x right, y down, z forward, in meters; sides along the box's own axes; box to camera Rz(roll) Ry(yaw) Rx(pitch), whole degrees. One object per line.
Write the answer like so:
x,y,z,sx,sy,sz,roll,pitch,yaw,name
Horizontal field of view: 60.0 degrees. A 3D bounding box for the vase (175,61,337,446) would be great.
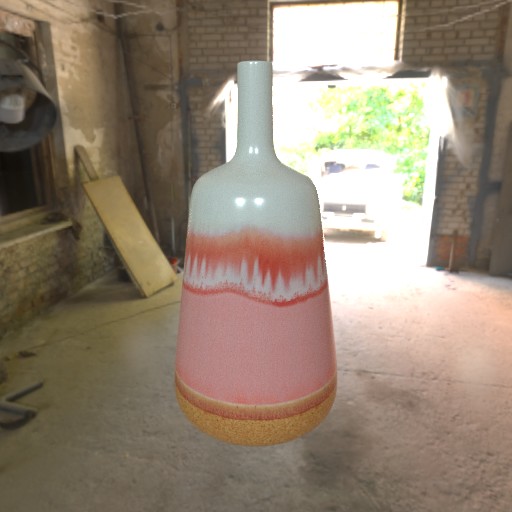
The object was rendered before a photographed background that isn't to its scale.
0.000,0.000,0.368,0.144,0.296,0.144,0,16,0,vase
